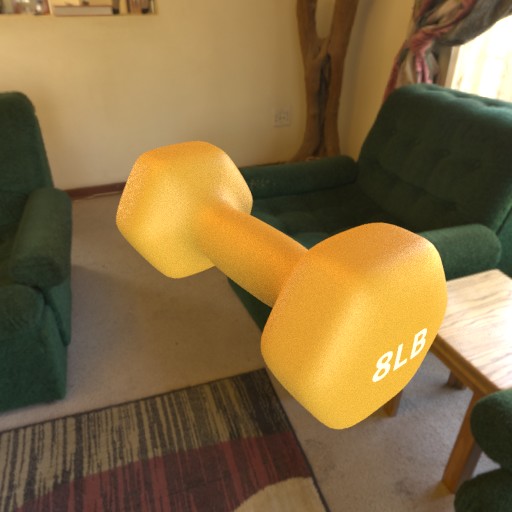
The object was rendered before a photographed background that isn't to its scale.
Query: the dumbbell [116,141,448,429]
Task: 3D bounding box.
[{"bbox_3d":[0.000,0.000,0.238,0.090,0.082,0.190,-21,37,-31],"label":"dumbbell"}]
